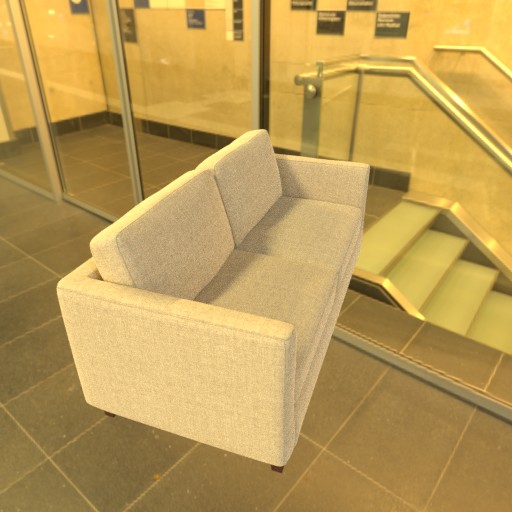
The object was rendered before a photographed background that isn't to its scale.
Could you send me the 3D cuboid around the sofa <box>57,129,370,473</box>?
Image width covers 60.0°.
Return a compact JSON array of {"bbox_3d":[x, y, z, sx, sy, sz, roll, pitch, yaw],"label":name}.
[{"bbox_3d":[0.000,0.000,2.394,0.950,0.963,1.884,10,31,17],"label":"sofa"}]
